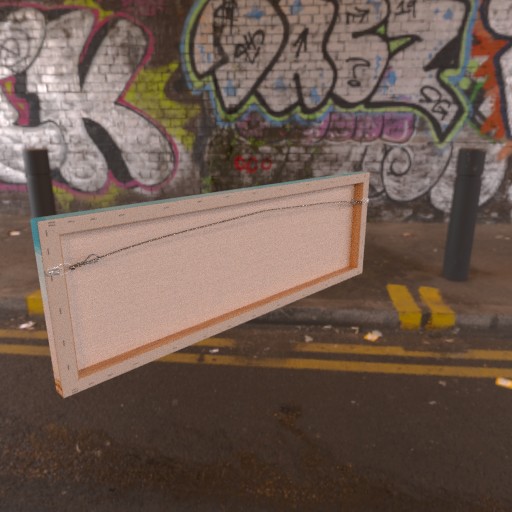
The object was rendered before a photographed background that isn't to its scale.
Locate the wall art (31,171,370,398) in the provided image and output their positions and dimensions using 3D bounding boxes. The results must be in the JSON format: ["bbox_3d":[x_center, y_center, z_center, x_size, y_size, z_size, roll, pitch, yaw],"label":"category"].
[{"bbox_3d":[0.000,0.000,0.837,0.759,0.254,0.044,-16,23,-42],"label":"wall art"}]
